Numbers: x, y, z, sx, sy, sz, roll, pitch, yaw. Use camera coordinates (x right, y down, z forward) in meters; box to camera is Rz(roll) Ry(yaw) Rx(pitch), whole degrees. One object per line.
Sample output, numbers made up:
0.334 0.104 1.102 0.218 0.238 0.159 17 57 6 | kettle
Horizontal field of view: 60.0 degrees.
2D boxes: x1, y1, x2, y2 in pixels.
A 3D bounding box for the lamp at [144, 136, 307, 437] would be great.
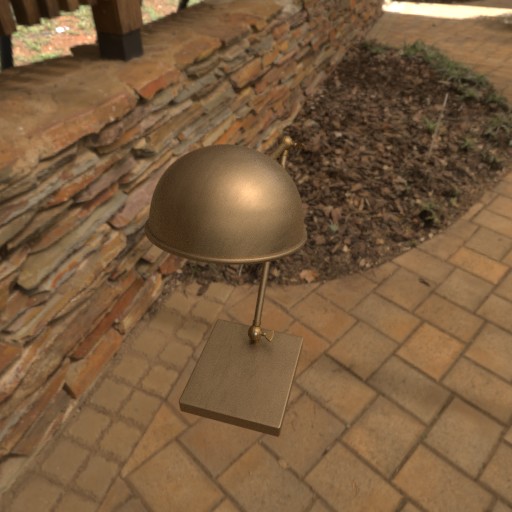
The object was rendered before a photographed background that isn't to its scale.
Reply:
0.000 0.000 0.553 0.149 0.371 0.339 10 40 12 | lamp
